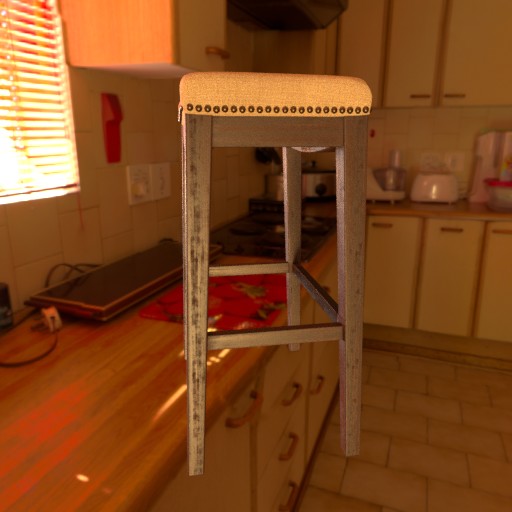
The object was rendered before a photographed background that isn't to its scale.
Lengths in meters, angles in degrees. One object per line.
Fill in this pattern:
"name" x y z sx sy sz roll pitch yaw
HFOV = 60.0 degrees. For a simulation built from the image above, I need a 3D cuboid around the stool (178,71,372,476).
"stool" 0.000 0.000 1.057 0.363 0.768 0.509 -3 16 -9
